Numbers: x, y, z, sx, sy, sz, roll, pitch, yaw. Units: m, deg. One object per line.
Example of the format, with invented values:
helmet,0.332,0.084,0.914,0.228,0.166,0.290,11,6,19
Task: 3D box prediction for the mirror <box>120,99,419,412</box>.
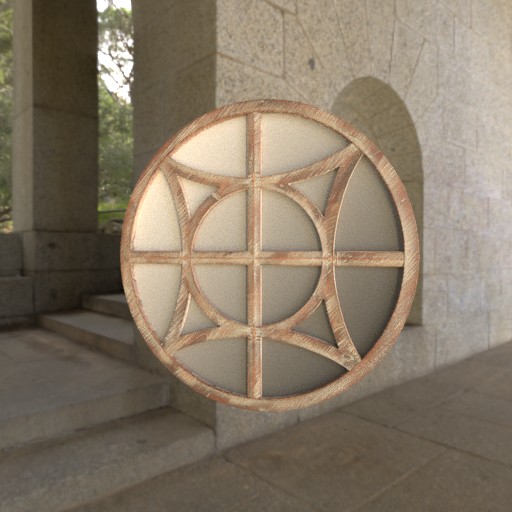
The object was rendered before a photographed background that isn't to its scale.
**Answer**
mirror,0.000,0.000,1.030,0.710,0.710,0.038,0,1,18
